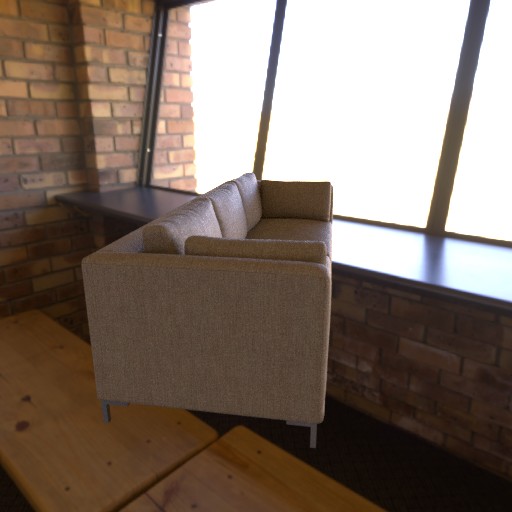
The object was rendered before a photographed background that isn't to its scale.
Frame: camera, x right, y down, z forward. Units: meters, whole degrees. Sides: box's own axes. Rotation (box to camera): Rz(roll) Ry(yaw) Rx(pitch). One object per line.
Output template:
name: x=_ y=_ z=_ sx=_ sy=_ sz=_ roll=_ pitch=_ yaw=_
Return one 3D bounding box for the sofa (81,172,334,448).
sofa: x=0.000 y=0.000 z=2.865 sx=0.969 sy=0.867 sz=2.415 roll=3 pitch=17 yaw=9
